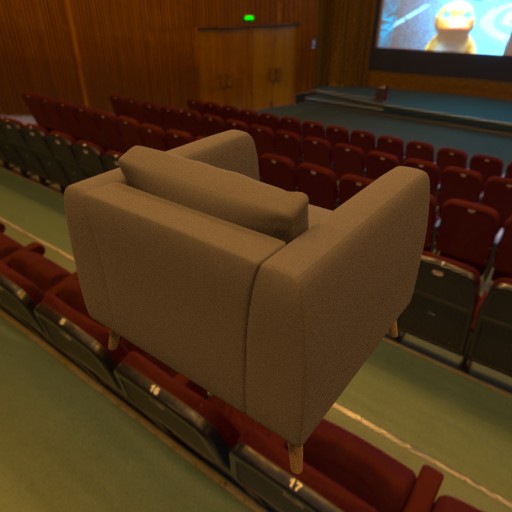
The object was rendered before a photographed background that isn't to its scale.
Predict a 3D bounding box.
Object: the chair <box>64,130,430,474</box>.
[{"bbox_3d":[0.000,0.000,1.698,1.000,0.860,0.930,21,37,31],"label":"chair"}]
